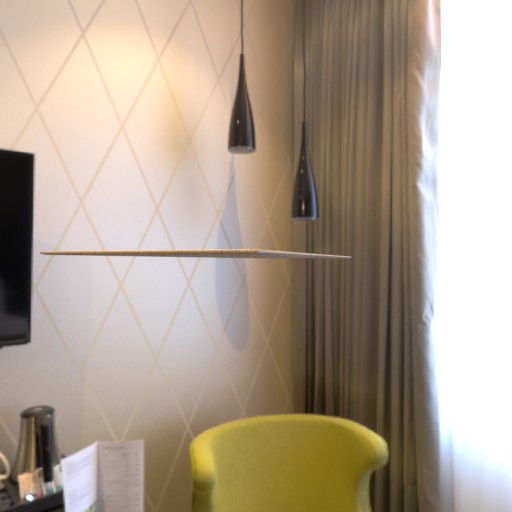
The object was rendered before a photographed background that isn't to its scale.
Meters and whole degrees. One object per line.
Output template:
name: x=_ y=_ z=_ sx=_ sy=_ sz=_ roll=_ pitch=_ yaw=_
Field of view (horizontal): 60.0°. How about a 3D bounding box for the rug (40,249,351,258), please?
rug: x=0.000 y=0.000 z=2.652 sx=0.855 sy=0.017 sz=2.452 roll=0 pitch=-1 yaw=19
